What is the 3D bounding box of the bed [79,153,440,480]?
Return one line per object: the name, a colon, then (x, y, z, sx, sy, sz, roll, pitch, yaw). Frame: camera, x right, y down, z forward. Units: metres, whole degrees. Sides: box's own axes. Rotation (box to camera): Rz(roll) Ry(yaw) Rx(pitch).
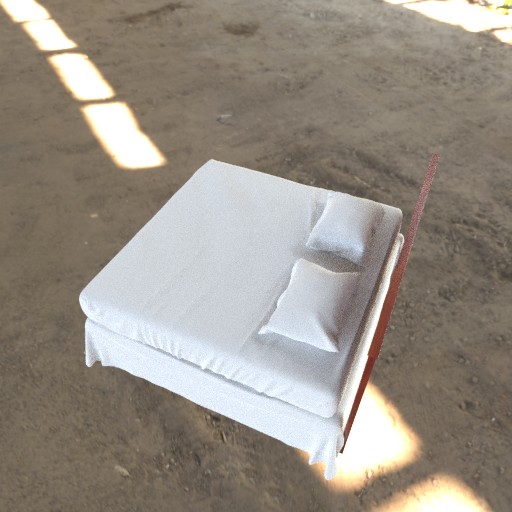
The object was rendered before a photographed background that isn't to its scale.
bed: (0.000, 0.000, 3.548, 2.219, 1.271, 2.314, 18, 48, 17)
